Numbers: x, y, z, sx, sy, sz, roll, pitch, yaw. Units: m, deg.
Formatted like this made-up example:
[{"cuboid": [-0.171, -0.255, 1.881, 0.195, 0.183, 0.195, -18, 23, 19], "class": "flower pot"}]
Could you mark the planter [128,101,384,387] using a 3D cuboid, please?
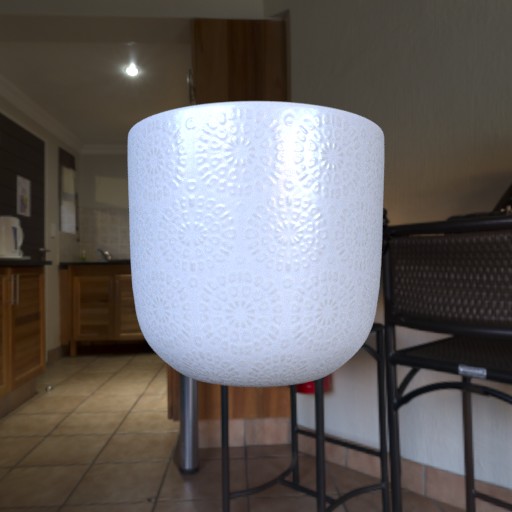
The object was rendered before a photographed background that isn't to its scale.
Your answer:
[{"cuboid": [0.000, 0.000, 0.374, 0.208, 0.190, 0.208, 0, 0, 0], "class": "planter"}]
